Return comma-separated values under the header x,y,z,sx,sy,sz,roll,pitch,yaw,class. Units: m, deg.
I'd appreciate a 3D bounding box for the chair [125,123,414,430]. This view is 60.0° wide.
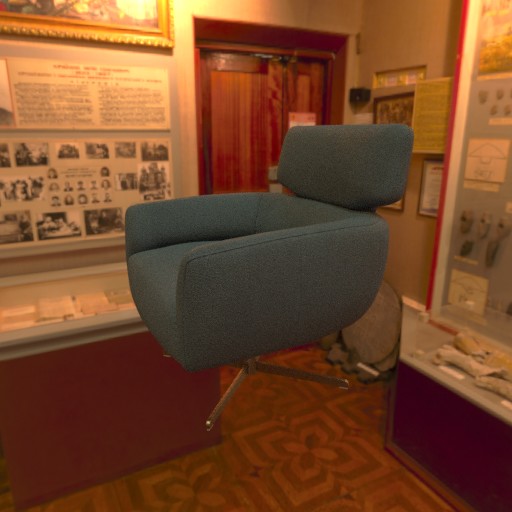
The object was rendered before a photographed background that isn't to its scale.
x,y,z,sx,sy,sz,roll,pitch,yaw,class
0.000,0.000,1.422,0.761,0.813,0.738,-7,17,-25,chair
